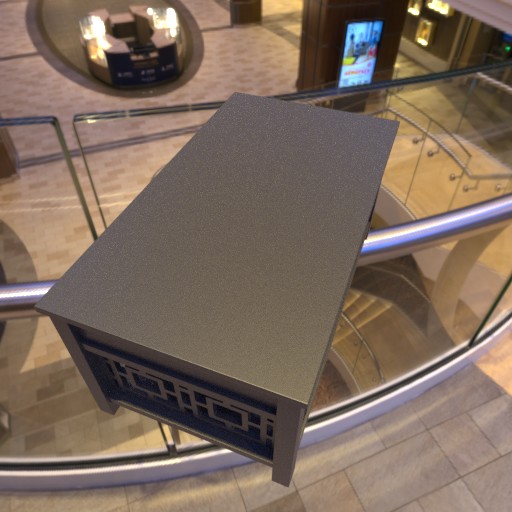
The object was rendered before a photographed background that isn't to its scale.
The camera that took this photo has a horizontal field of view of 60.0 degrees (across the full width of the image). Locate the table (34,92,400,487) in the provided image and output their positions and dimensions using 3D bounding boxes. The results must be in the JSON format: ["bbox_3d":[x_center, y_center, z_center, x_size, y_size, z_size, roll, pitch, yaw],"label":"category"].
[{"bbox_3d":[0.000,0.000,1.379,0.612,0.493,1.068,16,47,15],"label":"table"}]
